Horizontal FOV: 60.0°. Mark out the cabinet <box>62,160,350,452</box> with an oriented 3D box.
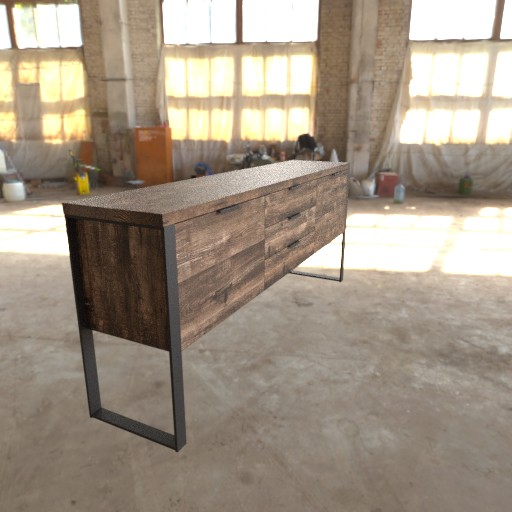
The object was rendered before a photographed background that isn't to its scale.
[{"bbox_3d":[0.000,0.000,2.129,0.395,0.762,1.800,8,19,26],"label":"cabinet"}]
